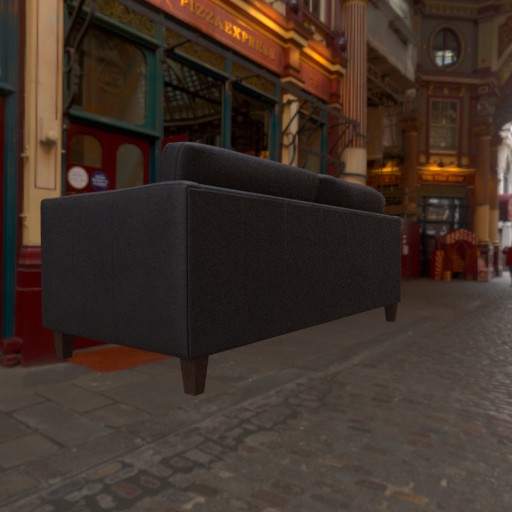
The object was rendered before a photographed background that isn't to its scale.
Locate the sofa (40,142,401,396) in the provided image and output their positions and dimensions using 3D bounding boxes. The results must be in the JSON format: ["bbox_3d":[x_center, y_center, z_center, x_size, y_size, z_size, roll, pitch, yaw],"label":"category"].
[{"bbox_3d":[0.000,0.000,2.405,0.933,0.863,1.971,1,1,37],"label":"sofa"}]
